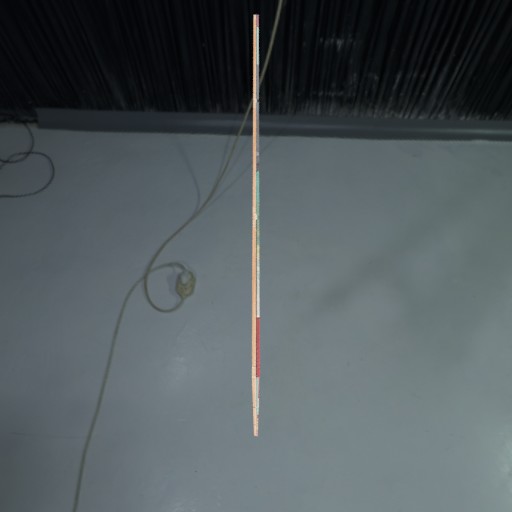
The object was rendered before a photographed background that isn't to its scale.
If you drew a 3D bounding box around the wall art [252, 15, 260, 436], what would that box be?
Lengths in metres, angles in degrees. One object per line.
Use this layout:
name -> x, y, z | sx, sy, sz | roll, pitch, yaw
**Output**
wall art -> 0.000, 0.000, 1.321 | 0.012, 0.910, 0.911 | 0, 62, 0
